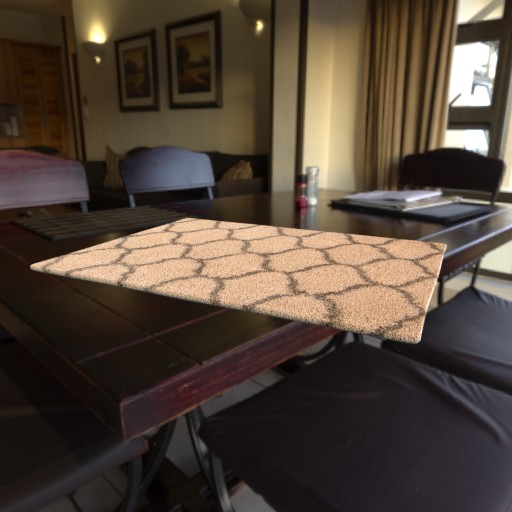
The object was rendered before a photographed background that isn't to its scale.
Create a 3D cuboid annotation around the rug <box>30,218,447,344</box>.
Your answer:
[{"bbox_3d":[0.000,0.000,2.095,1.600,0.025,1.200,8,18,25],"label":"rug"}]
